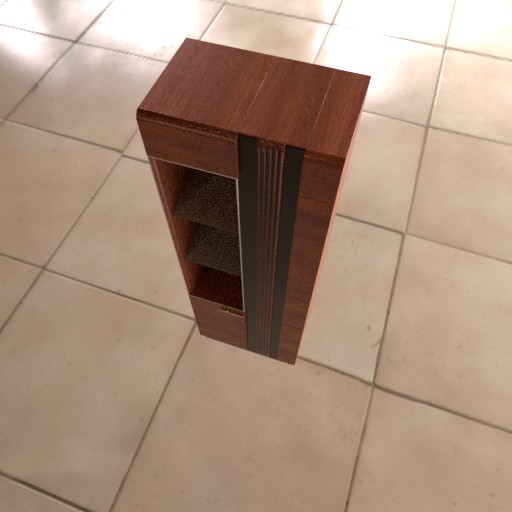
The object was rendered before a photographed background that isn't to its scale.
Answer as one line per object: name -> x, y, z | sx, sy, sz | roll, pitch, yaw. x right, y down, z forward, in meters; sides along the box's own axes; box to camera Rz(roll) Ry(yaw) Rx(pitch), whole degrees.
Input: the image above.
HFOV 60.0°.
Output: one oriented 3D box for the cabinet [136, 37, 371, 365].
cabinet -> 0.000, 0.000, 2.254 | 0.660, 1.980, 0.420 | 16, 60, 9
